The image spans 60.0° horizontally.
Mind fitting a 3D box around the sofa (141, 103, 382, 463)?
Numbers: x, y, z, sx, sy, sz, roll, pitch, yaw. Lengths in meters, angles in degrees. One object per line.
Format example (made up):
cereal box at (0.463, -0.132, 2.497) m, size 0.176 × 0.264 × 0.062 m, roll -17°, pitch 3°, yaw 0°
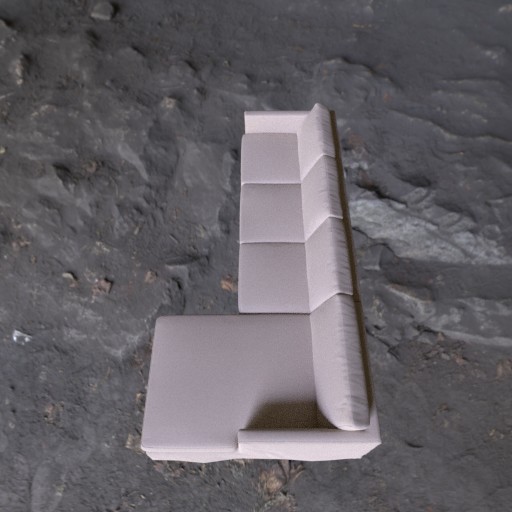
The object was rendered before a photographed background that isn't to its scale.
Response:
sofa at (0.000, 0.000, 3.872) m, size 1.622 × 0.871 × 3.206 m, roll 0°, pitch 58°, yaw 0°
